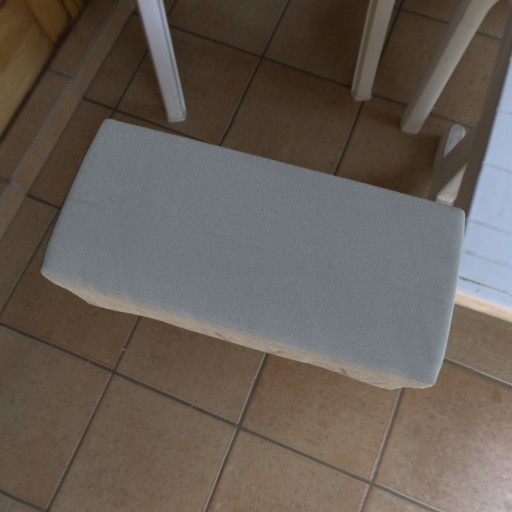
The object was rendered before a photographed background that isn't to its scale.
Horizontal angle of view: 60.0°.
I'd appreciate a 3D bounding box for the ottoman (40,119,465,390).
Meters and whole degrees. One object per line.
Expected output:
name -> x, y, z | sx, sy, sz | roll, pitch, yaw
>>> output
ottoman -> 0.000, 0.000, 1.696 | 1.388, 0.457, 0.665 | 15, 75, 4
